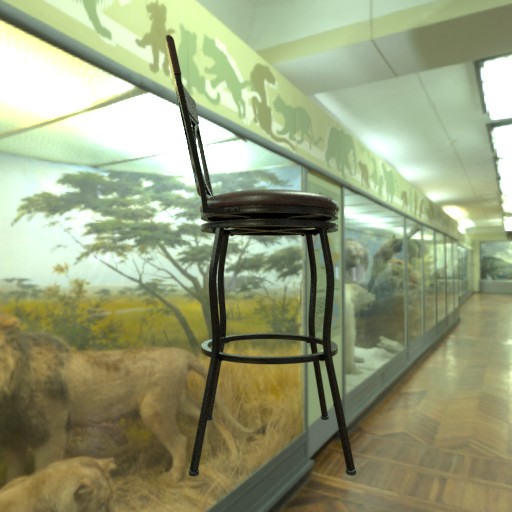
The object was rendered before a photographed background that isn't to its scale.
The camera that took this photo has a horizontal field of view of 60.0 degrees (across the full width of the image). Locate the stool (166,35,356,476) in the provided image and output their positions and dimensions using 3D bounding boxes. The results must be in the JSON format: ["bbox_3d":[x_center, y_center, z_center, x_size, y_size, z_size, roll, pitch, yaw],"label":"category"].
[{"bbox_3d":[0.000,0.000,1.355,0.513,1.130,0.448,0,-1,-1],"label":"stool"}]
